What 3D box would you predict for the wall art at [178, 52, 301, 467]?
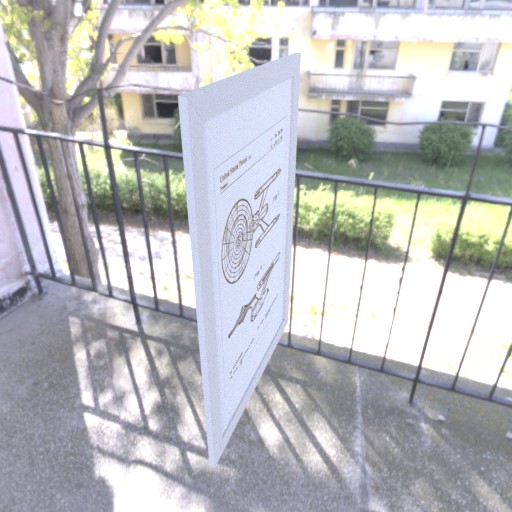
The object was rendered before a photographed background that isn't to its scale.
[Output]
[{"bbox_3d":[0.000,0.000,0.837,0.011,0.659,0.454,11,32,18],"label":"wall art"}]
